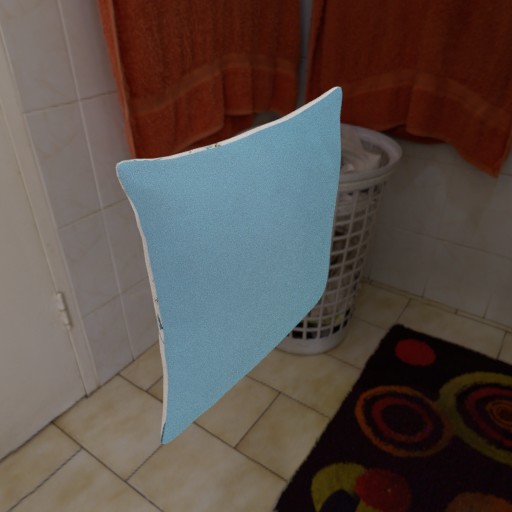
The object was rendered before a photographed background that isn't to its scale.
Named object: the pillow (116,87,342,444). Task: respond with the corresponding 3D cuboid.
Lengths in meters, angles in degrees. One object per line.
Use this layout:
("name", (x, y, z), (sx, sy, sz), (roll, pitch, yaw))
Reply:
("pillow", (0.000, 0.000, 0.803), (0.166, 0.507, 0.526), (22, 38, 31))
